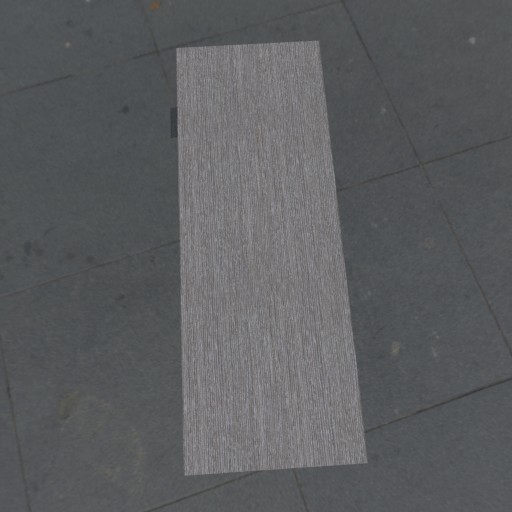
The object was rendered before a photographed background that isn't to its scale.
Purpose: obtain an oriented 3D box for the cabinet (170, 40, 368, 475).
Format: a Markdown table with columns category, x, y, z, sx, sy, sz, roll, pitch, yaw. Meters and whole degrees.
| category | x | y | z | sx | sy | sz | roll | pitch | yaw |
| --- | --- | --- | --- | --- | --- | --- | --- | --- | --- |
| cabinet | 0.000 | 0.000 | 1.598 | 0.500 | 0.599 | 1.300 | -3 | 75 | -1 |
